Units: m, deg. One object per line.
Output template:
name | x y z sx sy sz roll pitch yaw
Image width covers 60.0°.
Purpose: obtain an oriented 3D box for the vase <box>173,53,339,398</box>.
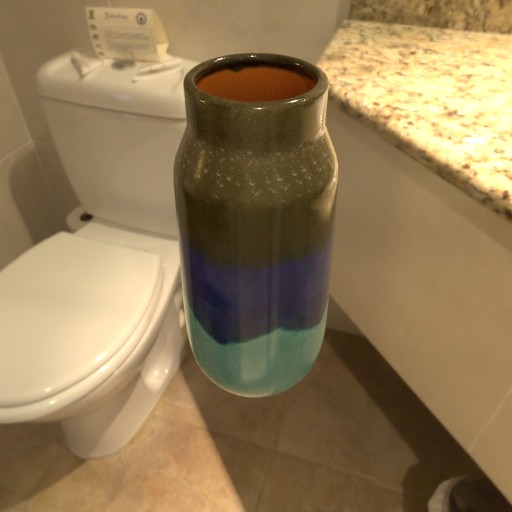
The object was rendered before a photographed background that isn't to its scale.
vase | 0.000 0.000 0.388 0.139 0.313 0.139 0 42 0
